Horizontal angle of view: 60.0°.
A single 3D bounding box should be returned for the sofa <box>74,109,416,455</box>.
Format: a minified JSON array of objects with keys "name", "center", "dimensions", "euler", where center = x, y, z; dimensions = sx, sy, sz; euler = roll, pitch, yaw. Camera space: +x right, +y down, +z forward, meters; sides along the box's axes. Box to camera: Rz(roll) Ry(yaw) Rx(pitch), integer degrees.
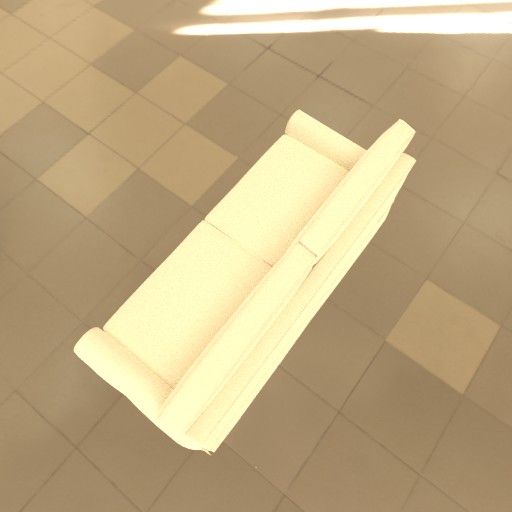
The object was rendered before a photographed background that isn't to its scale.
[{"name":"sofa","center":[0.000,0.000,2.526],"dimensions":[0.862,0.937,2.021],"euler":[35,69,15]}]
